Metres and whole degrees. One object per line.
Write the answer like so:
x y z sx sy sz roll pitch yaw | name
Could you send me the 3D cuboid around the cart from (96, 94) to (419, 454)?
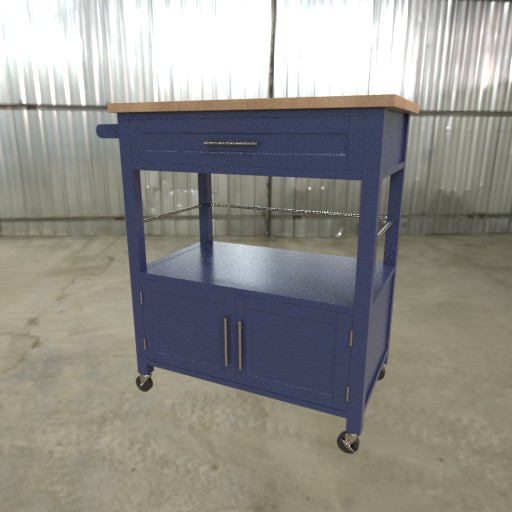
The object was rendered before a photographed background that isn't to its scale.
0.000 0.000 1.390 0.840 0.901 0.459 7 17 24 | cart
